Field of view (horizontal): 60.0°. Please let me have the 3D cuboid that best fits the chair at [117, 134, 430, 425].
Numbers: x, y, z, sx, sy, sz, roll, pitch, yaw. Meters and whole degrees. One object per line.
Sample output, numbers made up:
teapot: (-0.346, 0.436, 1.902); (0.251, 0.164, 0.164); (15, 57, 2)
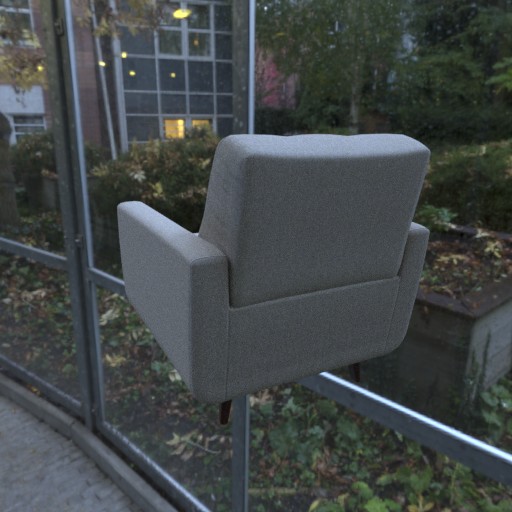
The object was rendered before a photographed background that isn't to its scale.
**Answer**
chair: (0.000, 0.000, 1.809); (0.897, 0.965, 1.128); (-8, 18, -26)
